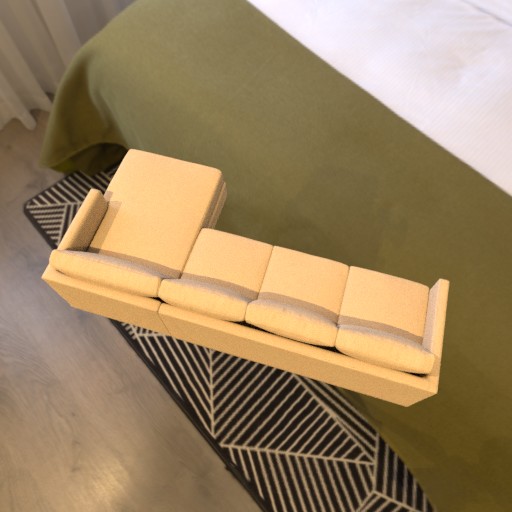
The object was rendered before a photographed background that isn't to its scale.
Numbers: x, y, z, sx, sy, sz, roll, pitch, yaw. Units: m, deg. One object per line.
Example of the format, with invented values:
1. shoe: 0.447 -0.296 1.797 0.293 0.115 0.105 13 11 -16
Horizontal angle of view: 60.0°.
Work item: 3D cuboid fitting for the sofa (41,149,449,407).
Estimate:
1. sofa: 0.000 0.000 3.934 3.206 0.871 1.622 15 64 7
